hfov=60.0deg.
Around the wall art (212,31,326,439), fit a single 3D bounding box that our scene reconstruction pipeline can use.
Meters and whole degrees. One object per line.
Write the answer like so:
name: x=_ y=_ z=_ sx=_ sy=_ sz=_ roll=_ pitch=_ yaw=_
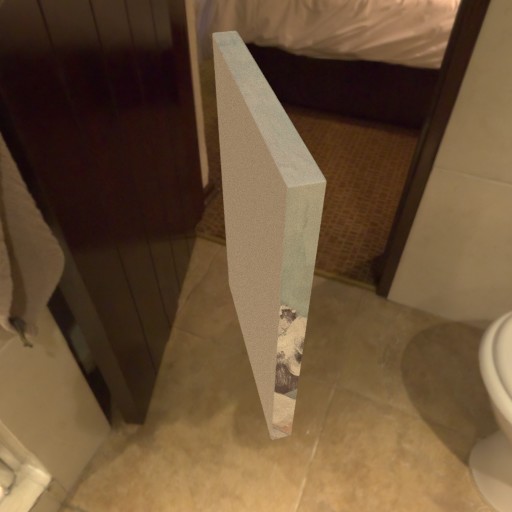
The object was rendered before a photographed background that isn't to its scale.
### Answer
wall art: x=0.000 y=0.000 z=1.166 sx=0.061 sy=0.911 sz=0.609 roll=-10 pitch=47 yaw=-10
